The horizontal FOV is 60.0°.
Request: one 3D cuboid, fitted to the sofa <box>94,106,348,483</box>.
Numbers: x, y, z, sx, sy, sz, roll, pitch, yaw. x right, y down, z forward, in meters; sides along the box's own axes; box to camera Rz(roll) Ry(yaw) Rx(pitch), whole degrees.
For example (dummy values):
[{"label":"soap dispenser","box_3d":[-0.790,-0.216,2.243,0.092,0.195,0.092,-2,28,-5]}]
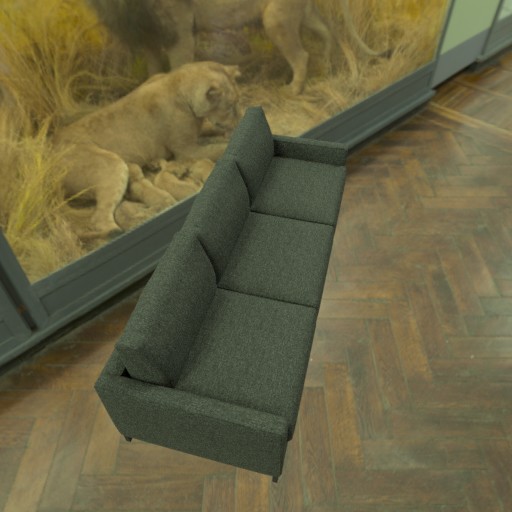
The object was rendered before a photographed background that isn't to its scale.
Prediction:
[{"label":"sofa","box_3d":[0.000,0.000,2.702,0.876,0.879,2.253,11,47,10]}]
